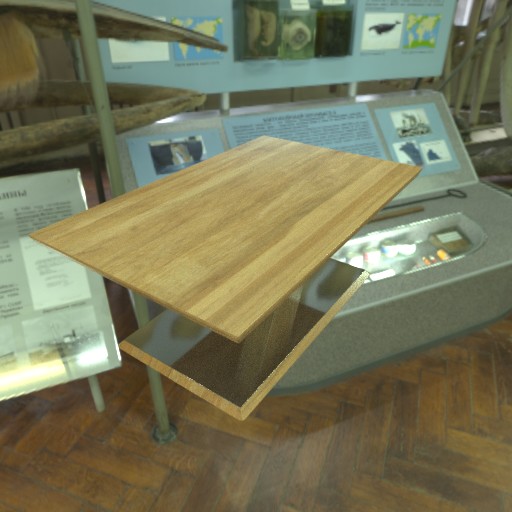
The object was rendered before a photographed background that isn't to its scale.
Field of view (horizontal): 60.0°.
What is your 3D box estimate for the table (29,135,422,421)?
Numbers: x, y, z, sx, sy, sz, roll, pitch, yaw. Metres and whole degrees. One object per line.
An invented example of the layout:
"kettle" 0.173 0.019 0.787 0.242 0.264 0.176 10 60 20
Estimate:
"table" 0.000 0.000 1.495 0.692 0.441 1.100 20 37 29
